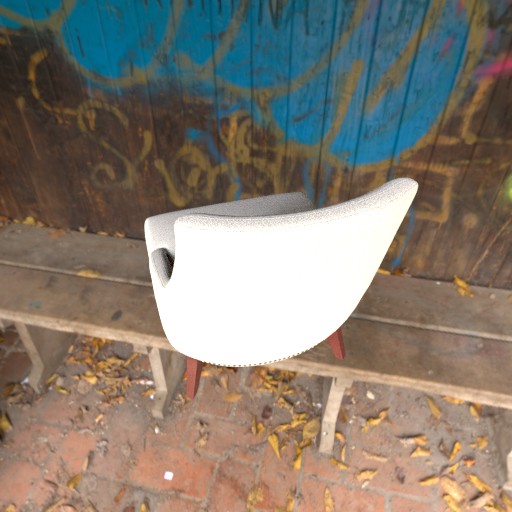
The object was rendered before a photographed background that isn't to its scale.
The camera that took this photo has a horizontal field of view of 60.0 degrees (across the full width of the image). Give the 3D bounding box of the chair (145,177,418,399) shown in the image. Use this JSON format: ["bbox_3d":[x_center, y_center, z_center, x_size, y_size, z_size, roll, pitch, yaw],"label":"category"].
[{"bbox_3d":[0.000,0.000,1.482,0.701,0.909,0.861,-11,43,-12],"label":"chair"}]
